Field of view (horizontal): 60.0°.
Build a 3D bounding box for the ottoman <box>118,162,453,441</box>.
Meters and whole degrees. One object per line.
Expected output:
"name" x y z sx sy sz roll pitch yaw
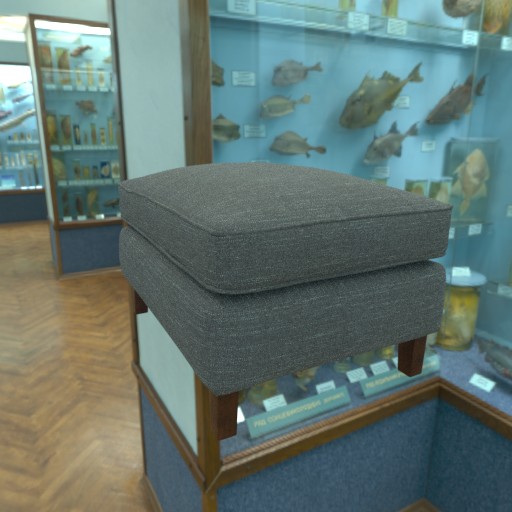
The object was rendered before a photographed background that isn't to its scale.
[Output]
"ottoman" 0.000 0.000 0.998 0.508 0.406 0.686 -8 17 -26
